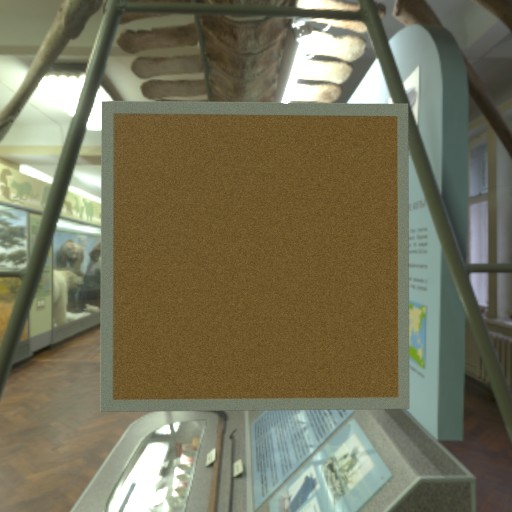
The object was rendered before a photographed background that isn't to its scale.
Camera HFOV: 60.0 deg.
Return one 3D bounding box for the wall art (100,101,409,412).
[{"bbox_3d":[0.000,0.000,0.603,0.406,0.406,0.038,0,-1,-2],"label":"wall art"}]
